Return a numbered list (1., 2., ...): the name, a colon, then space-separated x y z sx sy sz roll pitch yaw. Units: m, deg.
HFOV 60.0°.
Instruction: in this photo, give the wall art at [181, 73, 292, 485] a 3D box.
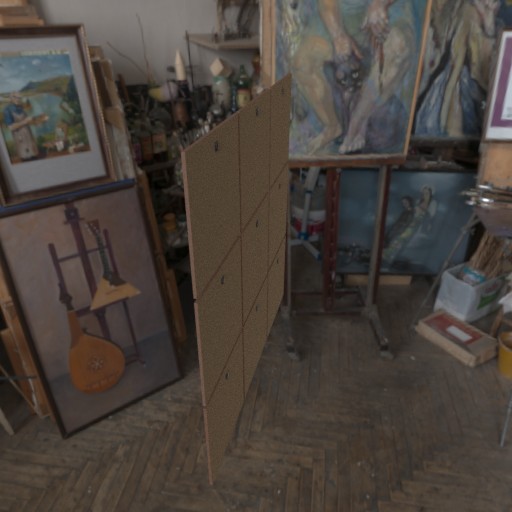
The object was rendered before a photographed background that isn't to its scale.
1. wall art: 0.000 0.000 2.253 0.019 1.532 1.533 8 31 13
